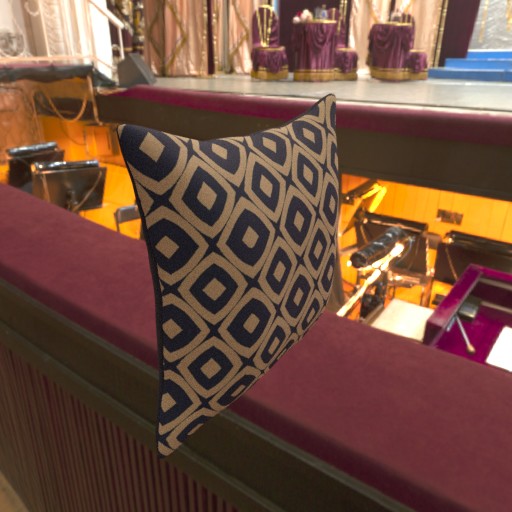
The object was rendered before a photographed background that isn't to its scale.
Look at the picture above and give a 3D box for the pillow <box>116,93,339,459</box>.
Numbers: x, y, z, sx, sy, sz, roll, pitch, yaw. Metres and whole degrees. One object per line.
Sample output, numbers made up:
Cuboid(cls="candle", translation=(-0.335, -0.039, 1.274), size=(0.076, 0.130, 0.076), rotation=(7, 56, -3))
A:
Cuboid(cls="pillow", translation=(0.000, 0.000, 0.758), size=(0.188, 0.494, 0.504), rotation=(17, 29, 32))
